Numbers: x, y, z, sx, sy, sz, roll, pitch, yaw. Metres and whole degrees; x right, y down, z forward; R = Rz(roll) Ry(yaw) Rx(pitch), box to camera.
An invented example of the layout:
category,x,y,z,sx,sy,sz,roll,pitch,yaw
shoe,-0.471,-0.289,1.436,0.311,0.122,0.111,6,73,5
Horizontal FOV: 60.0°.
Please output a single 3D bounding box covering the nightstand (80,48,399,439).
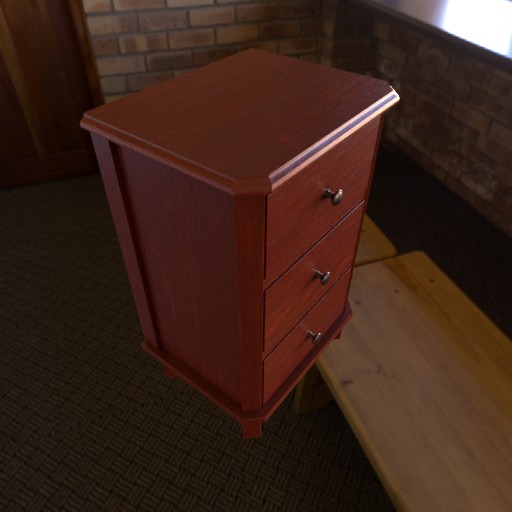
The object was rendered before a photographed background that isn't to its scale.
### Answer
category,x,y,z,sx,sy,sz,roll,pitch,yaw
nightstand,0.000,0.000,0.946,0.351,0.681,0.435,28,48,28
